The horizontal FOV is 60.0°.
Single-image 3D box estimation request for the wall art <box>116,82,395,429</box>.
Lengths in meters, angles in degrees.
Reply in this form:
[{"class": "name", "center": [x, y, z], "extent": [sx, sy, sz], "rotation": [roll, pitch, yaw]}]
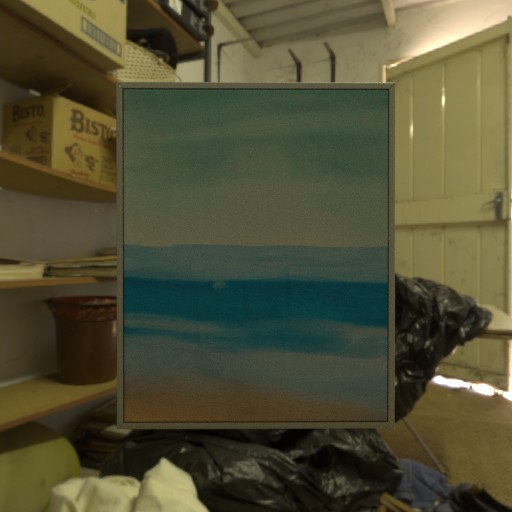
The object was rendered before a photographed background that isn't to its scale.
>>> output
[{"class": "wall art", "center": [0.000, 0.000, 0.726], "extent": [0.445, 0.553, 0.039], "rotation": [0, 0, 0]}]
